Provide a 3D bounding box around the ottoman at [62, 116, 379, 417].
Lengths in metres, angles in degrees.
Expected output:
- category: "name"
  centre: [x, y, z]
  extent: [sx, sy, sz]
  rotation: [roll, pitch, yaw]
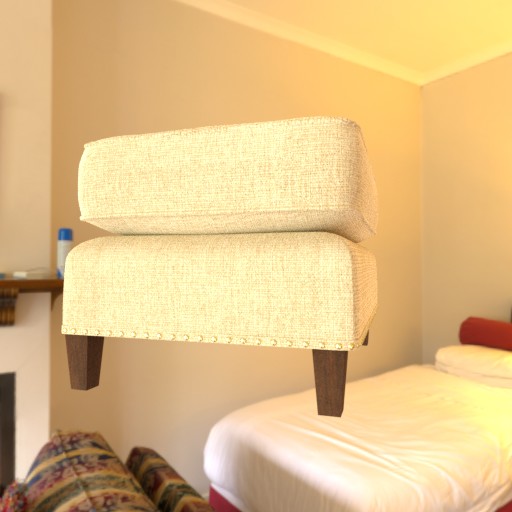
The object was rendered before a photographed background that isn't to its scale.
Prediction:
- category: "ottoman"
  centre: [0.000, 0.000, 1.129]
  extent: [0.589, 0.537, 0.738]
  rotation: [0, -1, 18]
